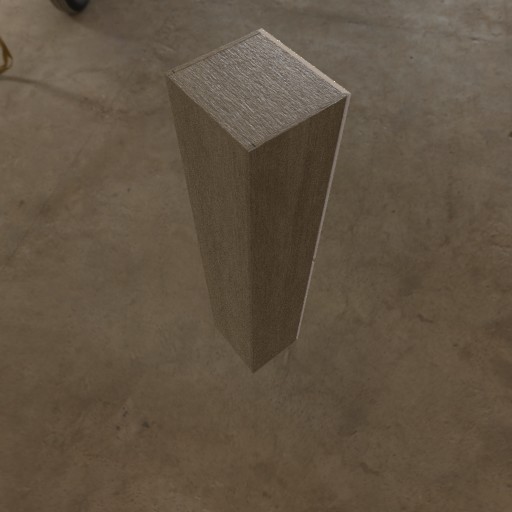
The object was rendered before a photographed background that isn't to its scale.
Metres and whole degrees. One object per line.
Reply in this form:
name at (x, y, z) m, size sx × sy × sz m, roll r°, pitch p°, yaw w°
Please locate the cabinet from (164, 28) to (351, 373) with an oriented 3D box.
cabinet at (0.000, 0.000, 1.538) m, size 0.270 × 1.400 × 0.300 m, roll -34°, pitch 64°, yaw -19°
